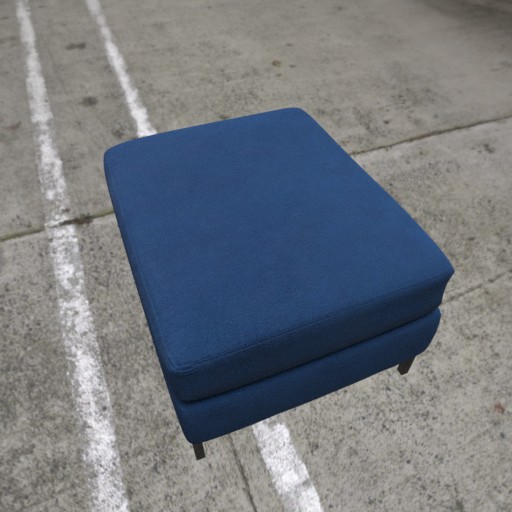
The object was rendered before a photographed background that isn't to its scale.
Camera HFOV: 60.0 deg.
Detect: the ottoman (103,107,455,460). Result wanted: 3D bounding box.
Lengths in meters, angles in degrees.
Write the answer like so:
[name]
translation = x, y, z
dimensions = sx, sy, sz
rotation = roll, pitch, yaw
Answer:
[ottoman]
translation = 0.000, 0.000, 1.221
dimensions = 0.655, 0.485, 0.794
rotation = -17, 49, -15
